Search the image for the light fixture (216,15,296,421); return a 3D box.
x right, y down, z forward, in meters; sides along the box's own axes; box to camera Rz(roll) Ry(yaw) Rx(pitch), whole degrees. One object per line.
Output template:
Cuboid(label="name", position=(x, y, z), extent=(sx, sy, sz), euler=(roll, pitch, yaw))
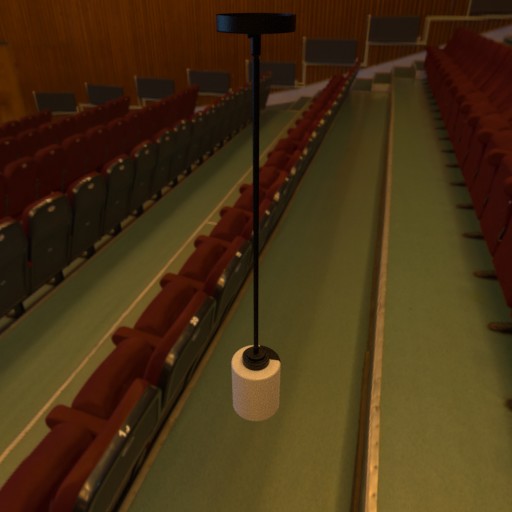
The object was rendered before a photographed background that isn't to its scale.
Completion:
Cuboid(label="light fixture", position=(0.000, 0.000, 0.901), extent=(0.123, 0.863, 0.123), euler=(8, 32, 13))
